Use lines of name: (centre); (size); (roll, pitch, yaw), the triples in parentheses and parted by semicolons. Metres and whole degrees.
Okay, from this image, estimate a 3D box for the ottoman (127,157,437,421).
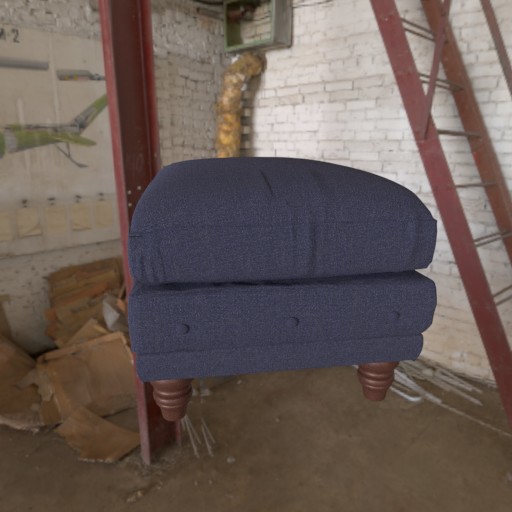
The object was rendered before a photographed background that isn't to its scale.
ottoman: (0.000, 0.000, 1.127); (0.558, 0.486, 0.767); (-2, 15, -9)
